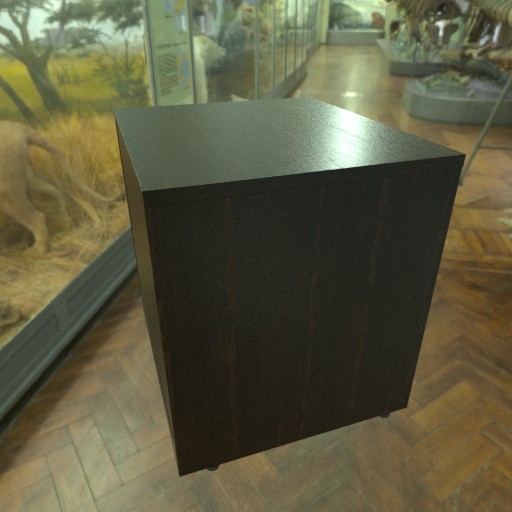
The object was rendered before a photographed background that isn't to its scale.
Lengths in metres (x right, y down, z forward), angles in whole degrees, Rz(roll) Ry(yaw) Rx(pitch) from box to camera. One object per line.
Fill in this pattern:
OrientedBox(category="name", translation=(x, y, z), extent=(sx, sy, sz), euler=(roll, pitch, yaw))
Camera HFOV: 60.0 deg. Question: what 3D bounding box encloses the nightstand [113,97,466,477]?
OrientedBox(category="nightstand", translation=(0.000, 0.000, 0.852), extent=(0.427, 0.487, 0.489), euler=(-10, 30, -17))
